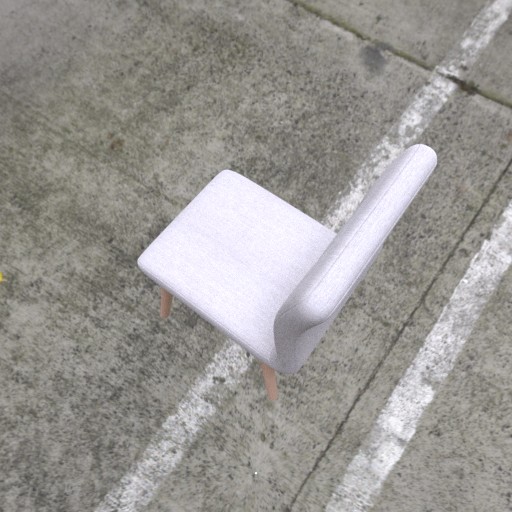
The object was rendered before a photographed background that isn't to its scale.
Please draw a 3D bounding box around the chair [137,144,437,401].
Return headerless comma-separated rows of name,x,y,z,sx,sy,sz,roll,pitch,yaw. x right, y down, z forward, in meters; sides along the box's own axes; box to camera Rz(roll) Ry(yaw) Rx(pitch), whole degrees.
chair,0.000,0.000,1.181,0.550,0.885,0.435,34,69,15
